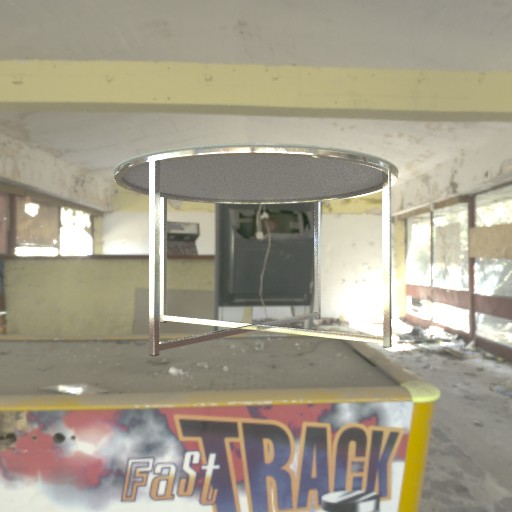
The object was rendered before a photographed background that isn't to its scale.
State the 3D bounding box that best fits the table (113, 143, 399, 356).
[{"bbox_3d":[0.000,0.000,1.303,0.800,0.450,0.800,0,-1,0],"label":"table"}]
